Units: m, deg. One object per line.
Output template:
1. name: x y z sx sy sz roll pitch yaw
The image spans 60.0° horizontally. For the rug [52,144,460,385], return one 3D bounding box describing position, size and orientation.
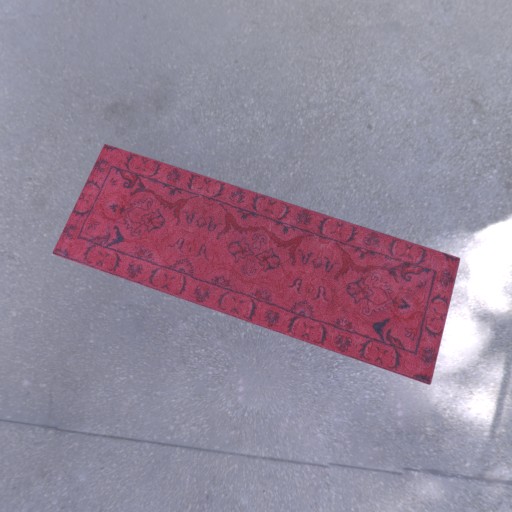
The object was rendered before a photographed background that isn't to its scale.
1. rug: 0.000 0.000 2.789 2.439 0.018 0.813 18 76 5
